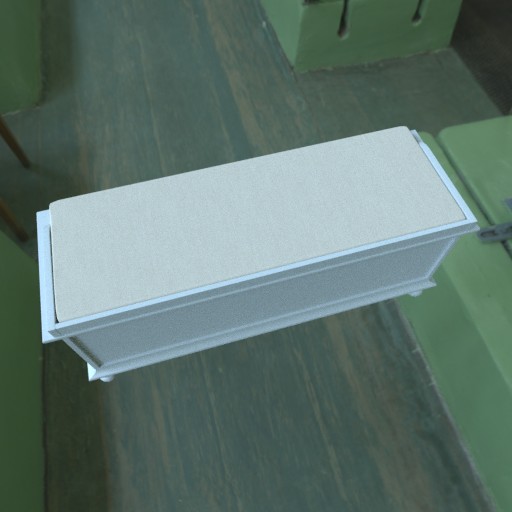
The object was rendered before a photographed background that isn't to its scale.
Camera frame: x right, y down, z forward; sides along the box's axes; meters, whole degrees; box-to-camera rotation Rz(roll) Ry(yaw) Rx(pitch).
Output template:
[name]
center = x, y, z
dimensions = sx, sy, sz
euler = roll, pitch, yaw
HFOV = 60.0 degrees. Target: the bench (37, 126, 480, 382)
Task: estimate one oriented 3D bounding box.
[bench]
center = 0.000, 0.000, 1.414
dimensions = 1.185, 0.486, 0.402
euler = -14, 60, -8
